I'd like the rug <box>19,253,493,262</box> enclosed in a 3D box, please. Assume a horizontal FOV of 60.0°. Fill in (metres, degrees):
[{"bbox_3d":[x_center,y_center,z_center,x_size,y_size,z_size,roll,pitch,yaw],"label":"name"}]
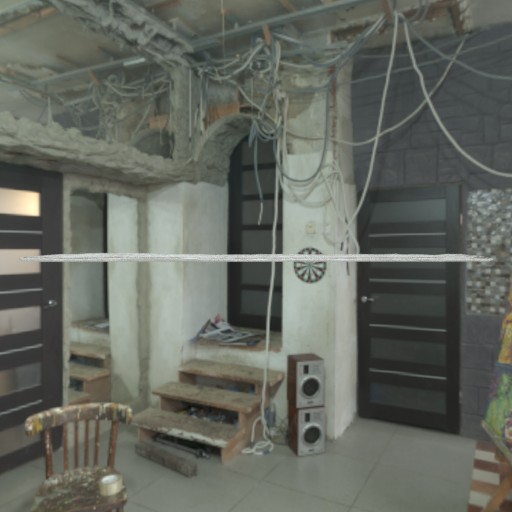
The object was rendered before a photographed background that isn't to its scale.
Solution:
[{"bbox_3d":[0.000,0.000,3.038,2.447,0.036,1.537,0,1,-1],"label":"rug"}]
